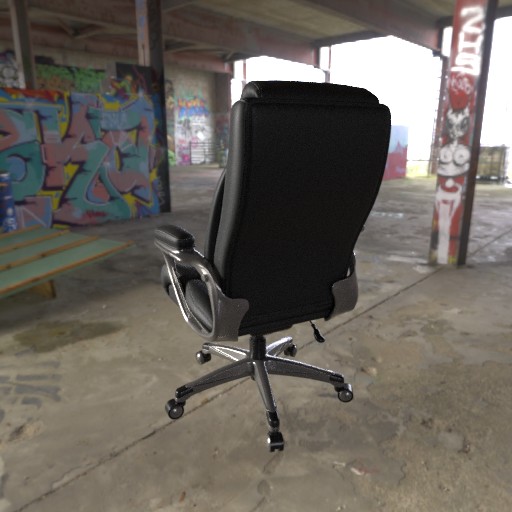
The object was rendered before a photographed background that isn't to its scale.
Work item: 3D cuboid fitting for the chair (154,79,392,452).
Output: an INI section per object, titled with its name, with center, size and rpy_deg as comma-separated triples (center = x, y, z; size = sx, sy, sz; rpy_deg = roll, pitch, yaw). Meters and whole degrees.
[chair]
center = 0.000, 0.000, 1.661
size = 0.741, 1.167, 0.784
rpy_deg = -8, 17, -26
